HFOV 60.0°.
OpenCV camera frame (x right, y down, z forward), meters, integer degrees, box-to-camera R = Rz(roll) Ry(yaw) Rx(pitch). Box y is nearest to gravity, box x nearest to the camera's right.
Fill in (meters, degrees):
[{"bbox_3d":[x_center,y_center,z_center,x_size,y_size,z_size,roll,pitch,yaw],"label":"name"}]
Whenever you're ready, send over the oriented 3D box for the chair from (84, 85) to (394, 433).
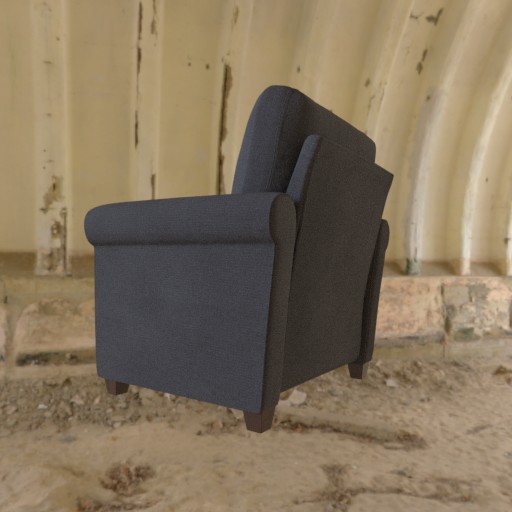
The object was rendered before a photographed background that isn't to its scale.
[{"bbox_3d":[0.000,0.000,1.610,0.828,0.942,0.867,-1,-2,35],"label":"chair"}]
